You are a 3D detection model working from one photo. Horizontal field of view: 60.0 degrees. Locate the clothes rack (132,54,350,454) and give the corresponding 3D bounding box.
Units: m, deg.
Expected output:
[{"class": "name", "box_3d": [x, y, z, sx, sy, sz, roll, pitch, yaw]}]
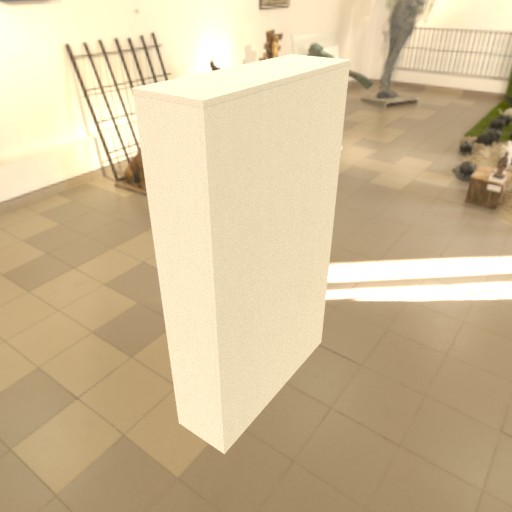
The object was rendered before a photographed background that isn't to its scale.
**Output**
[{"class": "clothes rack", "box_3d": [0.000, 0.000, 1.644, 0.250, 1.280, 0.750, 21, 37, 30]}]
